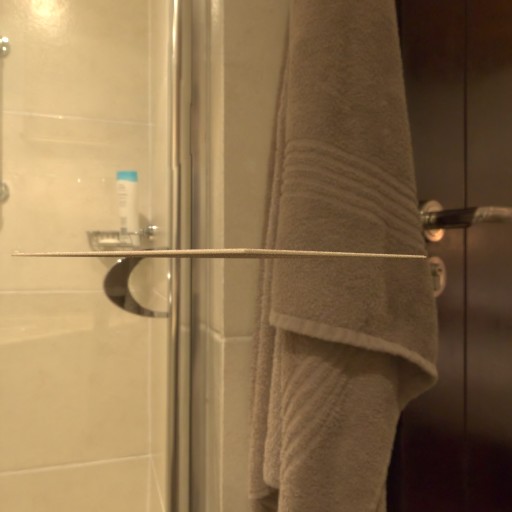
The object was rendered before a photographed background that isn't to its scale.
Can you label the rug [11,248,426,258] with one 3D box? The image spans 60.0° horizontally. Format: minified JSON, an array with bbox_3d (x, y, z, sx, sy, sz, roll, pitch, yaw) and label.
[{"bbox_3d":[0.000,0.000,3.374,1.819,0.018,2.746,-1,-1,35],"label":"rug"}]
